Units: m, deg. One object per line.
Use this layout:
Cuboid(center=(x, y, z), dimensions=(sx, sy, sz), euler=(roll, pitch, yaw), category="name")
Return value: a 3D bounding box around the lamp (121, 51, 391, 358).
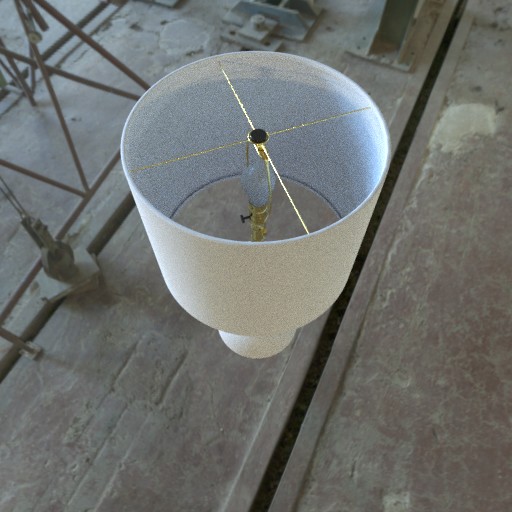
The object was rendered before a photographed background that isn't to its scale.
Cuboid(center=(0.000, 0.000, 0.725), dimensions=(0.301, 0.533, 0.301), euler=(-18, 60, -10), category="lamp")
